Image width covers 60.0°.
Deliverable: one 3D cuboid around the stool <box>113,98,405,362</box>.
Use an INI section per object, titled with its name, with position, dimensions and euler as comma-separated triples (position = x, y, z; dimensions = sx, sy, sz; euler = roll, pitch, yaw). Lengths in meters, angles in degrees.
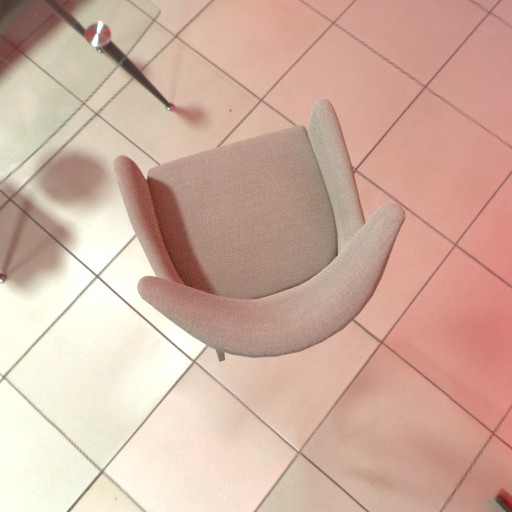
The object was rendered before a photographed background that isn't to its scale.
[stool]
position = 0.000, 0.000, 1.406
dimensions = 0.615, 0.987, 0.637
euler = -17, 77, -4
